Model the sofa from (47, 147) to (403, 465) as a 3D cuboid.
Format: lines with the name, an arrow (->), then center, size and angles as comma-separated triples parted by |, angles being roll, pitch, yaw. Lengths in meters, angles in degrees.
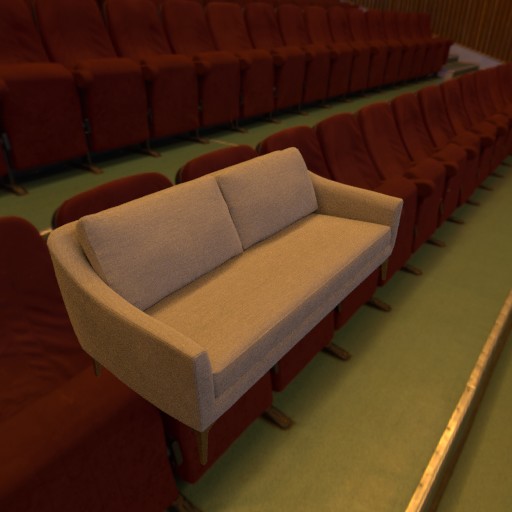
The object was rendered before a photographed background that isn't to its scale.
sofa -> 0.000, 0.000, 2.586 | 0.980, 0.913, 2.036 | 19, 33, 32
